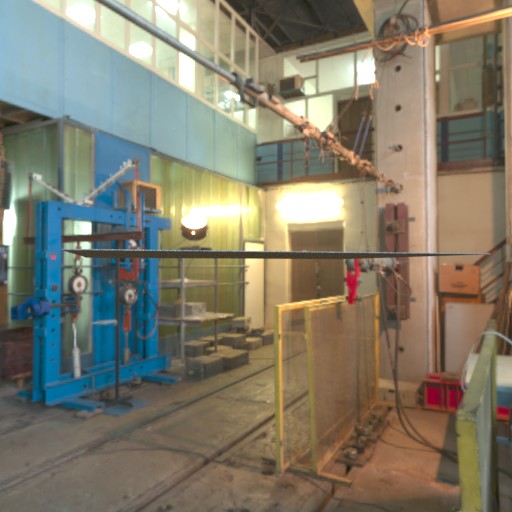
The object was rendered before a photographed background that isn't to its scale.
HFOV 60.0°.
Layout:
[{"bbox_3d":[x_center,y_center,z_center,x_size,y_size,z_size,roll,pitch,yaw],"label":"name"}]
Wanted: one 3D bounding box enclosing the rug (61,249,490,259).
[{"bbox_3d":[0.000,0.000,4.258,3.200,0.007,2.443,0,-1,-17],"label":"rug"}]
